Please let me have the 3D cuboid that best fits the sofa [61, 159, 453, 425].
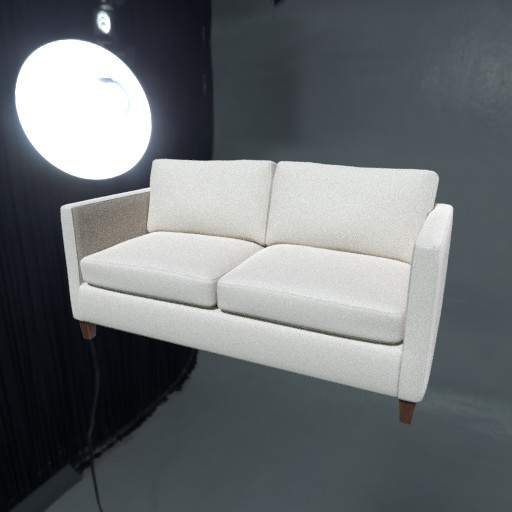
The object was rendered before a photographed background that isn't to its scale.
[{"bbox_3d":[0.000,0.000,2.190,1.722,0.888,0.873,8,18,24],"label":"sofa"}]
